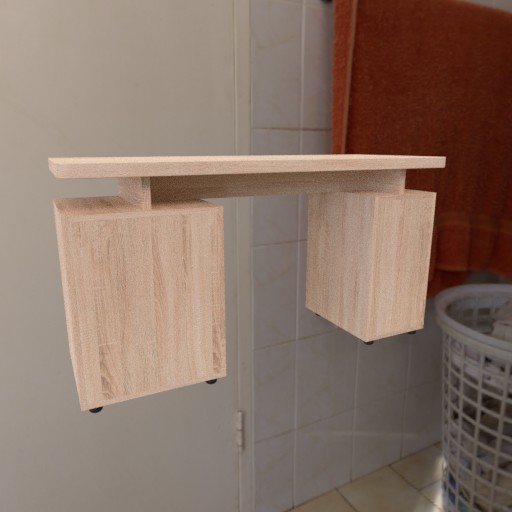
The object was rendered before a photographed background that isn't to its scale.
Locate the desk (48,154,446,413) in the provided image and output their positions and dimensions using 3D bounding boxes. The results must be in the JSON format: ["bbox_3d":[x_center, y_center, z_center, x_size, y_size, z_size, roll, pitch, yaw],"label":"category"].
[{"bbox_3d":[0.000,0.000,1.750,1.400,0.760,0.550,-7,16,-26],"label":"desk"}]
